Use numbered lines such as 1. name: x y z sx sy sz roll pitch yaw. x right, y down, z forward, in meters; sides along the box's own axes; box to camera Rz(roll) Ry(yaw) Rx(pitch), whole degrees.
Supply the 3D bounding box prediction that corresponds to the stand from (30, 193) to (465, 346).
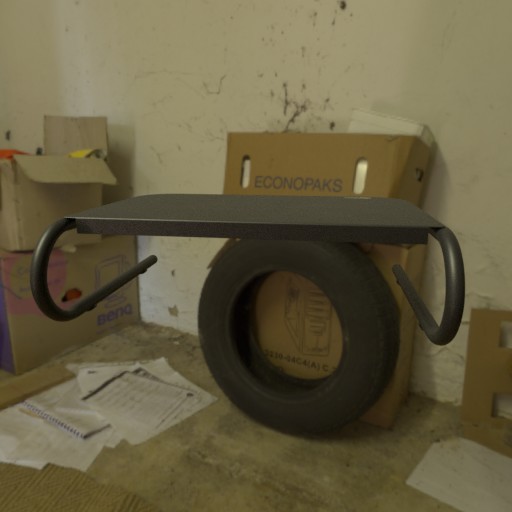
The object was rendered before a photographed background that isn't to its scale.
1. stand: 0.000 0.000 0.501 0.370 0.108 0.280 2 14 8
